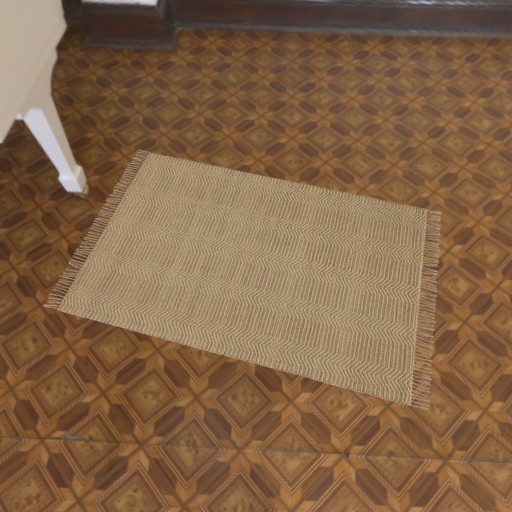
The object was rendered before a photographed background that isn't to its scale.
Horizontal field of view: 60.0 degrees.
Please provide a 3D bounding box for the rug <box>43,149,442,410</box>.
[{"bbox_3d":[0.000,0.000,3.146,2.523,0.034,1.528,13,58,9],"label":"rug"}]
